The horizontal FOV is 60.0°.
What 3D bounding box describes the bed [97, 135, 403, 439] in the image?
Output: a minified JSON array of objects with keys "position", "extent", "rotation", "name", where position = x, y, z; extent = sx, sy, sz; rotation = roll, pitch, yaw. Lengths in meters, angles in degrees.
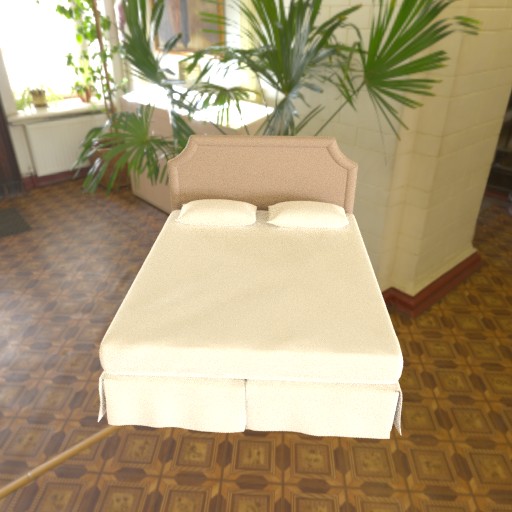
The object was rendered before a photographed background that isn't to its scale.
[{"position":[0.000,0.000,4.194],"extent":[2.350,1.590,2.773],"rotation":[1,29,3],"name":"bed"}]
